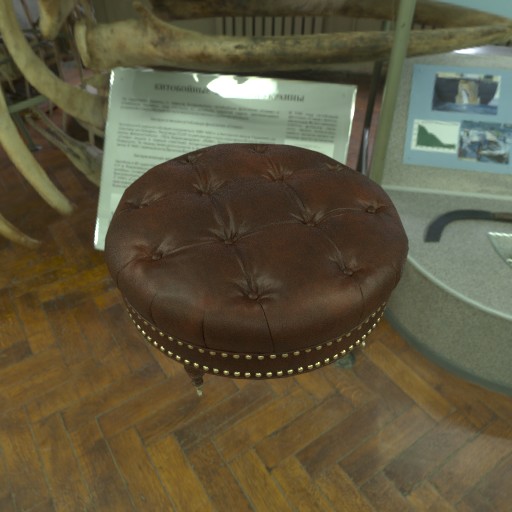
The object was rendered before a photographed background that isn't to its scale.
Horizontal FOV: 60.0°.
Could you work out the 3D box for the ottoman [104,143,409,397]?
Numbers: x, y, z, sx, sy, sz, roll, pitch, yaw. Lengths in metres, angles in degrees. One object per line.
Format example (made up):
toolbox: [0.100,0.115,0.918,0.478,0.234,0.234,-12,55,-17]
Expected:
ottoman: [0.000,0.000,1.417,0.901,0.455,0.901,0,40,0]
